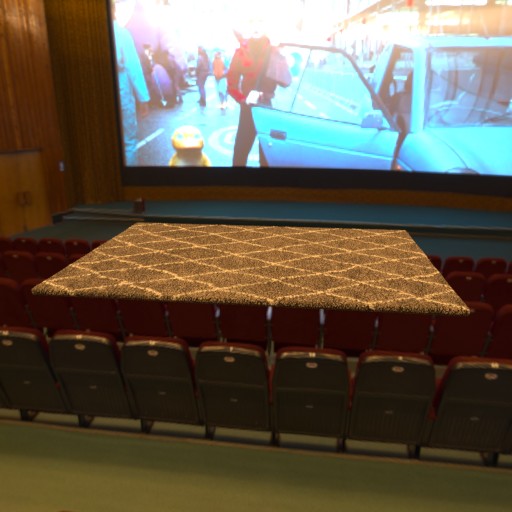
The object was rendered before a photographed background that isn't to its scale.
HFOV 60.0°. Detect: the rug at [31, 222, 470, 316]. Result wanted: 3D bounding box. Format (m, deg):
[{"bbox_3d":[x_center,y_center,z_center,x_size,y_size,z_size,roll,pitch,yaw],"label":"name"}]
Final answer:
[{"bbox_3d":[0.000,0.000,2.346,1.778,0.030,1.219,2,18,6],"label":"rug"}]
